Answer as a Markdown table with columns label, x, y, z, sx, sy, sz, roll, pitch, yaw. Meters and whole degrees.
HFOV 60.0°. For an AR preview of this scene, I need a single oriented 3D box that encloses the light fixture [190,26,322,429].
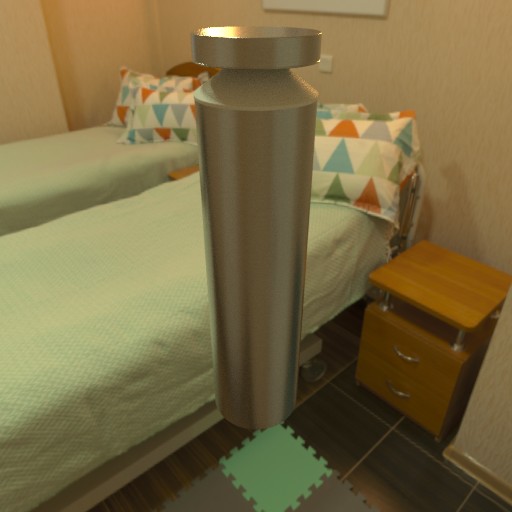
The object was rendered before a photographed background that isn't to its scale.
| label | x | y | z | sx | sy | sz | roll | pitch | yaw |
| --- | --- | --- | --- | --- | --- | --- | --- | --- | --- |
| light fixture | 0.000 | 0.000 | 0.442 | 0.102 | 0.400 | 0.102 | 10 | 33 | 16 |
